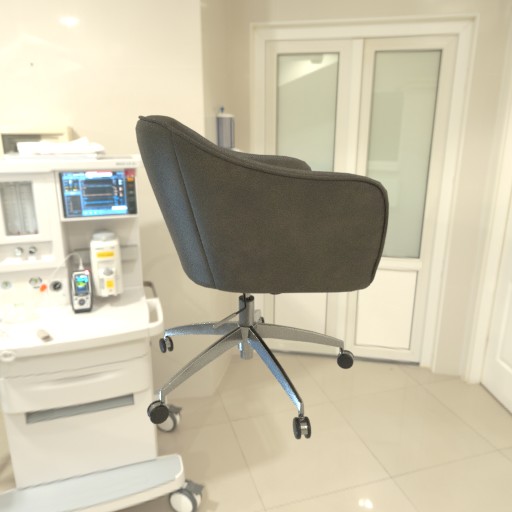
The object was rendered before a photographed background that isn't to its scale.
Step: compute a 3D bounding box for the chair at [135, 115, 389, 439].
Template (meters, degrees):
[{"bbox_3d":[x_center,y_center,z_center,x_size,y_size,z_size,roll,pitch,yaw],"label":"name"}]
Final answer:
[{"bbox_3d":[0.000,0.000,1.371,0.689,0.827,0.713,-3,17,-10],"label":"chair"}]
